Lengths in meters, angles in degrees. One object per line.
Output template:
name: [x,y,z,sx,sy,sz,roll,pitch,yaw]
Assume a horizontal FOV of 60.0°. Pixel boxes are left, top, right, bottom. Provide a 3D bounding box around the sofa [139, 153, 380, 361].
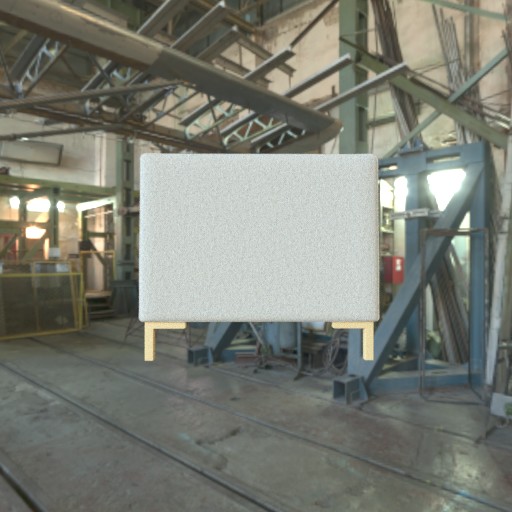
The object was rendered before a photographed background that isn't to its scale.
sofa: [0.000,0.000,2.309,0.746,0.641,1.985,0,0,-1]
